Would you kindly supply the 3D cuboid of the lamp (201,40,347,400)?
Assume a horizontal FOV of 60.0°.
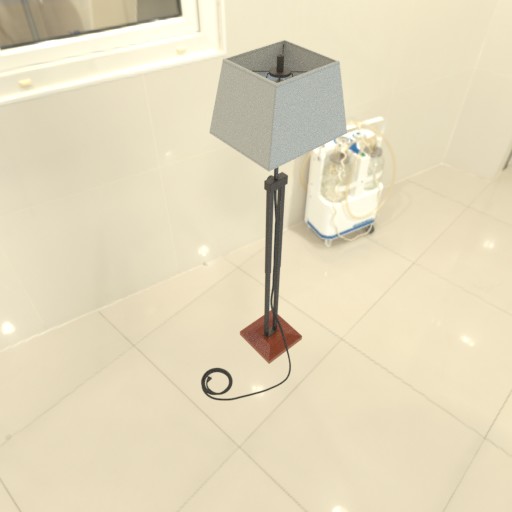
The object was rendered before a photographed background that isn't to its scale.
[{"bbox_3d":[0.000,0.000,2.058,0.745,1.712,0.472,-31,52,-27],"label":"lamp"}]
